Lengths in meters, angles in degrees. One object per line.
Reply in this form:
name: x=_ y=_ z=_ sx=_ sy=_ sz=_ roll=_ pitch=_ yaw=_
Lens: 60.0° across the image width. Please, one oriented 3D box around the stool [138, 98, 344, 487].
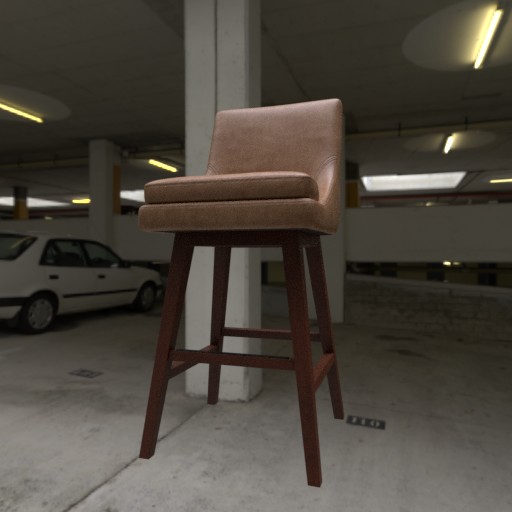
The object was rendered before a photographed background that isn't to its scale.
stool: x=0.000 y=0.000 z=1.357 sx=0.487 sy=1.079 sz=0.572 roll=0 pitch=0 yaw=18
